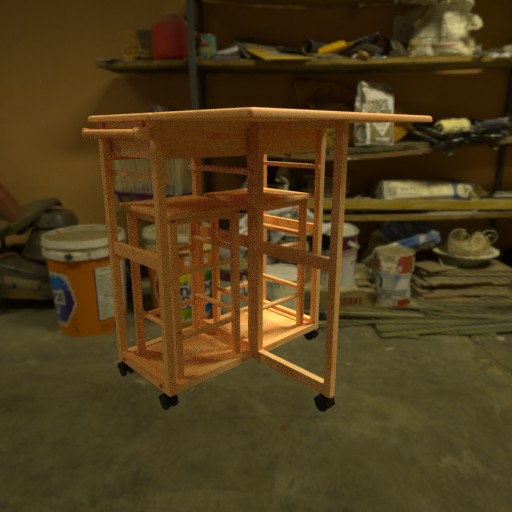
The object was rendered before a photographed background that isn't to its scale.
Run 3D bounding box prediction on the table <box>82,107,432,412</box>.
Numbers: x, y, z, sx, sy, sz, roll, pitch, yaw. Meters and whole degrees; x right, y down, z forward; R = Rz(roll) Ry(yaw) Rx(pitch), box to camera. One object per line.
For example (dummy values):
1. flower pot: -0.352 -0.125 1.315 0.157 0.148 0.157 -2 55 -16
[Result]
1. table: 0.000 0.000 1.380 0.752 0.832 0.693 -14 21 -42
